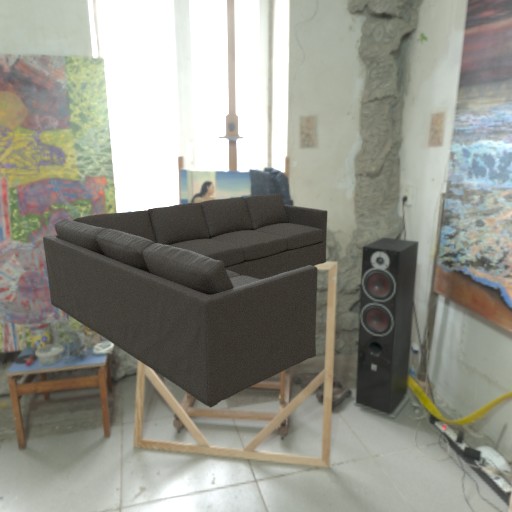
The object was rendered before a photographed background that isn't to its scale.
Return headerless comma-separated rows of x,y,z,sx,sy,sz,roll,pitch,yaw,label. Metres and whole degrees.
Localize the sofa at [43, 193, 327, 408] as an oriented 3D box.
0.000,0.000,4.402,3.182,0.871,2.432,-14,20,-43,sofa
